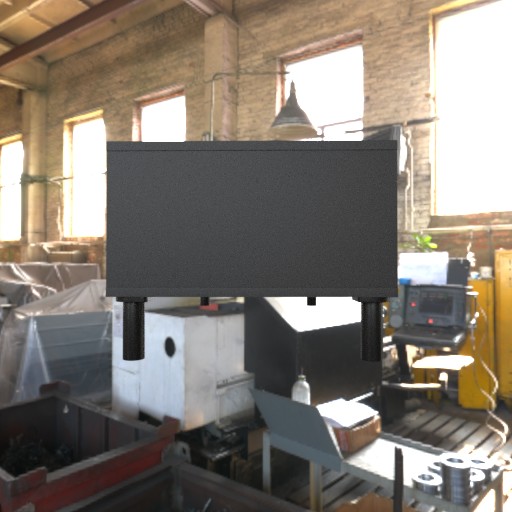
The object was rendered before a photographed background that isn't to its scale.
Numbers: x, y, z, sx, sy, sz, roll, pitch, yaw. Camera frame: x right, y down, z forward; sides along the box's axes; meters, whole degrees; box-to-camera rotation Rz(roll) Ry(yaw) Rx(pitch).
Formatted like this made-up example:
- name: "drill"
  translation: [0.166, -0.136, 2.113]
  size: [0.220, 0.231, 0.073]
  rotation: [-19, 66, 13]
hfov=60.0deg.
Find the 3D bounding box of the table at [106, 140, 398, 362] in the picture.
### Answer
- name: "table"
  translation: [0.000, 0.000, 1.345]
  size: [0.550, 0.400, 1.100]
  rotation: [0, -1, 1]
